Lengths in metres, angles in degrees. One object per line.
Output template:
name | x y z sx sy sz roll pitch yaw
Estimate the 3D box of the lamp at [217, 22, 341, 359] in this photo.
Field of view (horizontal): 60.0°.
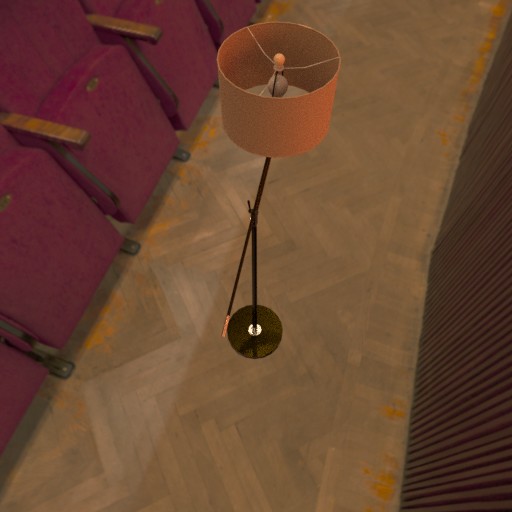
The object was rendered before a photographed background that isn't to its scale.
lamp | 0.000 0.000 1.922 0.373 1.635 0.809 16 60 10
